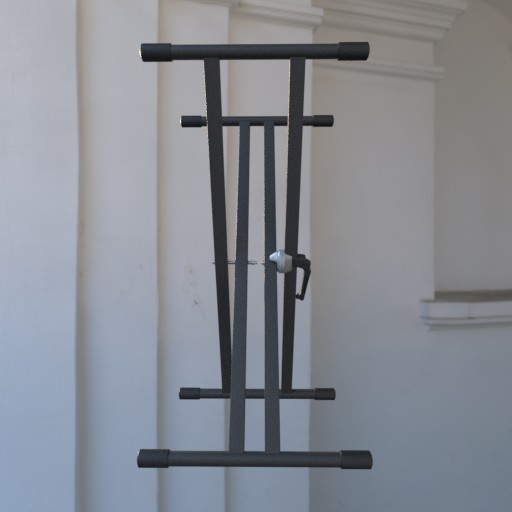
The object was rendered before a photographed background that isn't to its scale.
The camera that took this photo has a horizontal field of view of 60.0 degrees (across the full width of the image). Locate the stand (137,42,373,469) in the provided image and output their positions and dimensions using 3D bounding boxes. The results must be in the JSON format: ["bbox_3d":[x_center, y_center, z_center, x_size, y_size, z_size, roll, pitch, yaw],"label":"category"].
[{"bbox_3d":[0.000,0.000,1.173,0.495,0.900,0.503,0,-1,1],"label":"stand"}]
